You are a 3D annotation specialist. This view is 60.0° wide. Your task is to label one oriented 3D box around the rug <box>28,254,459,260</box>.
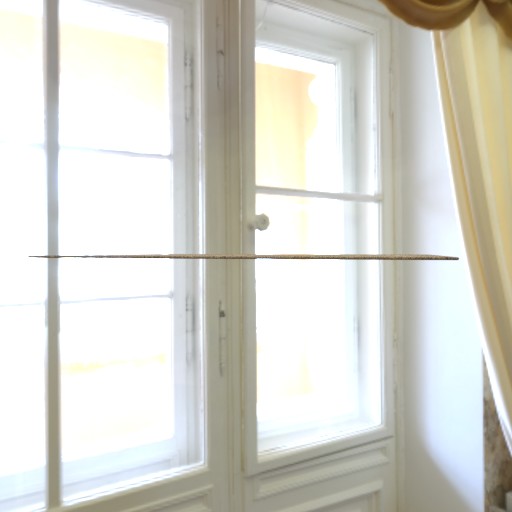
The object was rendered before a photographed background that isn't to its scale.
[{"bbox_3d":[0.000,0.000,2.955,2.283,0.013,1.547,0,1,17],"label":"rug"}]
